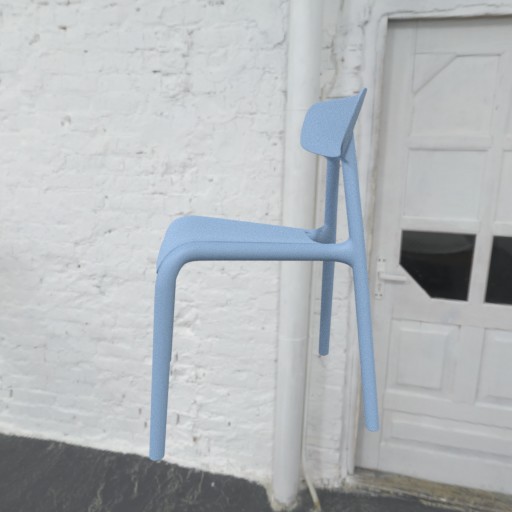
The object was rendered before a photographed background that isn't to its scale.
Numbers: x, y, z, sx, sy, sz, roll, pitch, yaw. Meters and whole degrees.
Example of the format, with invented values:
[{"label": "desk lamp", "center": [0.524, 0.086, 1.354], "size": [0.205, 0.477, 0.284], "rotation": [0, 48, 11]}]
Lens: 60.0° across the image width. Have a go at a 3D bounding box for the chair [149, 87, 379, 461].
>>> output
[{"label": "chair", "center": [0.000, 0.000, 0.839], "size": [0.401, 0.580, 0.356], "rotation": [-2, 14, -8]}]
